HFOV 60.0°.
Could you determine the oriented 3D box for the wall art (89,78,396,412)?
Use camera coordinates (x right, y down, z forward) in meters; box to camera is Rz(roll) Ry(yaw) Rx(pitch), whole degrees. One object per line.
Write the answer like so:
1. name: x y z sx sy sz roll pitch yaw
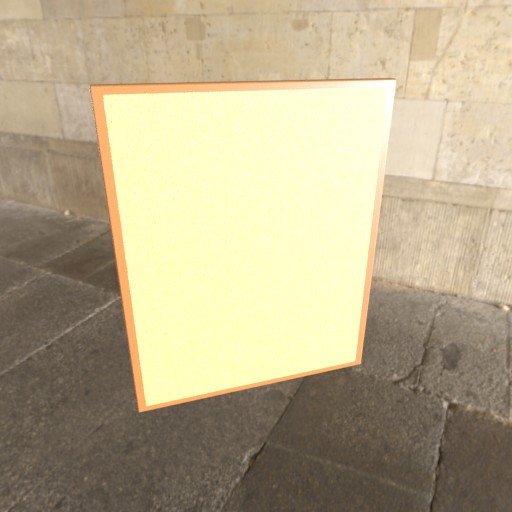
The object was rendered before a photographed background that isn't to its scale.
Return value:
1. wall art: 0.000 0.000 0.748 0.449 0.550 0.021 -8 26 -16
